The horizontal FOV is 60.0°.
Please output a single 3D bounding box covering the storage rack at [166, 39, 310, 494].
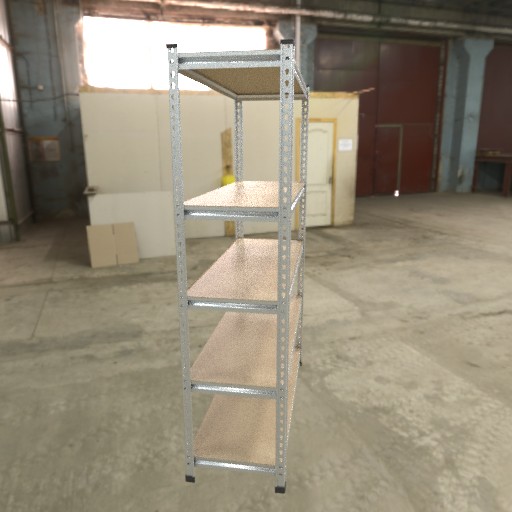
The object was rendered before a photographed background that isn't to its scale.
[{"bbox_3d":[0.000,0.000,2.336,0.457,1.829,1.219,2,14,9],"label":"storage rack"}]
